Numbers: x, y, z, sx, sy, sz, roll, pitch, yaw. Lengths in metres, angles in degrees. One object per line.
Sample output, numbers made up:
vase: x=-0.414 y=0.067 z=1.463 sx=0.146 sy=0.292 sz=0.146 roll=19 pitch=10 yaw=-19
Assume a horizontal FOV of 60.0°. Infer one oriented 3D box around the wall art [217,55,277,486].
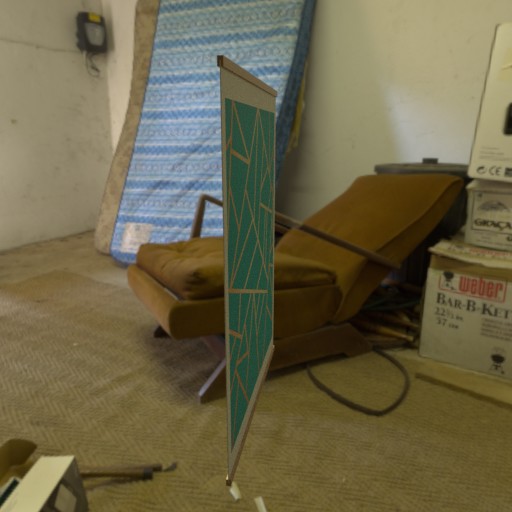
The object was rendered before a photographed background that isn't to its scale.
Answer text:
wall art: x=0.000 y=0.000 z=1.359 sx=0.013 sy=1.016 sz=0.758 roll=3 pitch=16 yaw=10
